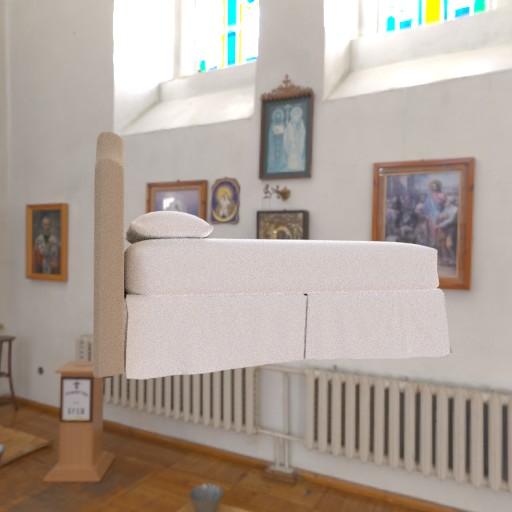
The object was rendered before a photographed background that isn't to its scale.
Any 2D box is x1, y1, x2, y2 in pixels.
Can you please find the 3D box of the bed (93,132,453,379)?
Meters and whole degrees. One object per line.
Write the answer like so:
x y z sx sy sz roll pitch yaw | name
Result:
0.000 0.000 3.318 2.204 1.301 1.828 0 -1 -18 | bed
